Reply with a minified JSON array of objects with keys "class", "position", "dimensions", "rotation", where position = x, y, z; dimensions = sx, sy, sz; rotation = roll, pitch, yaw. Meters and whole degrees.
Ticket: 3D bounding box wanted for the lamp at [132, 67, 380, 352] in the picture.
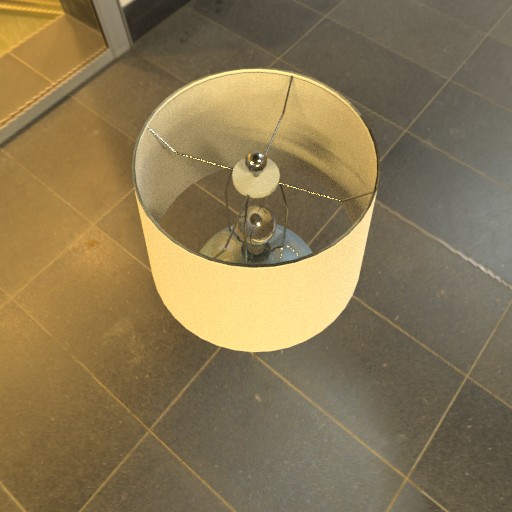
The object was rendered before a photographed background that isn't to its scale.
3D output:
[{"class":"lamp","position":[0.000,0.000,0.542],"dimensions":[0.247,0.387,0.247],"rotation":[0,64,0]}]
